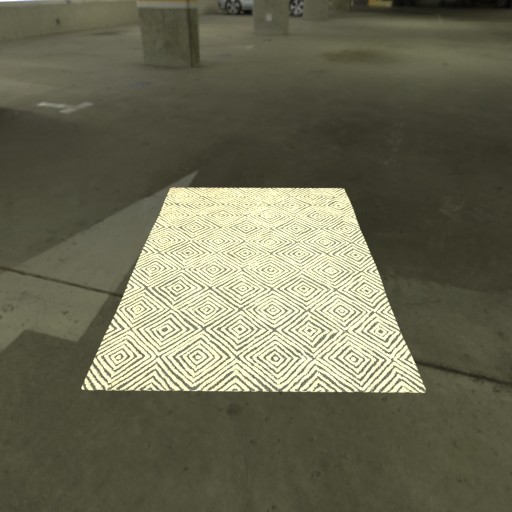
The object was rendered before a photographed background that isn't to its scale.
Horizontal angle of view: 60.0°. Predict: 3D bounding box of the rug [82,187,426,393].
[{"bbox_3d":[0.000,0.000,2.245,1.177,0.004,1.750,0,32,0],"label":"rug"}]
